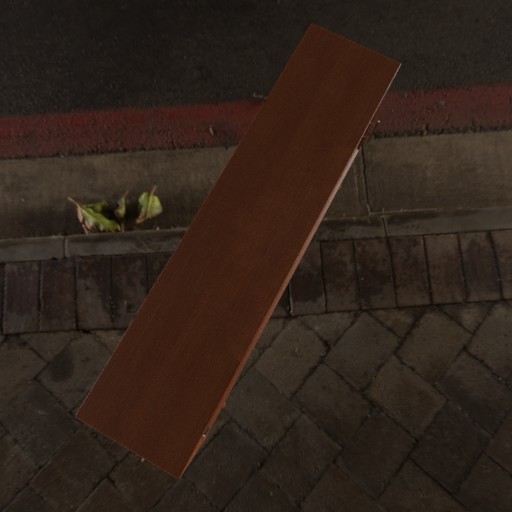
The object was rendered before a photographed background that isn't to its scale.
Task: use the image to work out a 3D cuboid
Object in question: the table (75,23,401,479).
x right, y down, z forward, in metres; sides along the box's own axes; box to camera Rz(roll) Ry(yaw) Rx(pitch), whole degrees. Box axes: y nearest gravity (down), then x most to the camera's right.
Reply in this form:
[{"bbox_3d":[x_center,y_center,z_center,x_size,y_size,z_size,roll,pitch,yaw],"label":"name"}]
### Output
[{"bbox_3d":[0.000,0.000,1.473,0.308,0.698,1.220,28,78,6],"label":"table"}]
